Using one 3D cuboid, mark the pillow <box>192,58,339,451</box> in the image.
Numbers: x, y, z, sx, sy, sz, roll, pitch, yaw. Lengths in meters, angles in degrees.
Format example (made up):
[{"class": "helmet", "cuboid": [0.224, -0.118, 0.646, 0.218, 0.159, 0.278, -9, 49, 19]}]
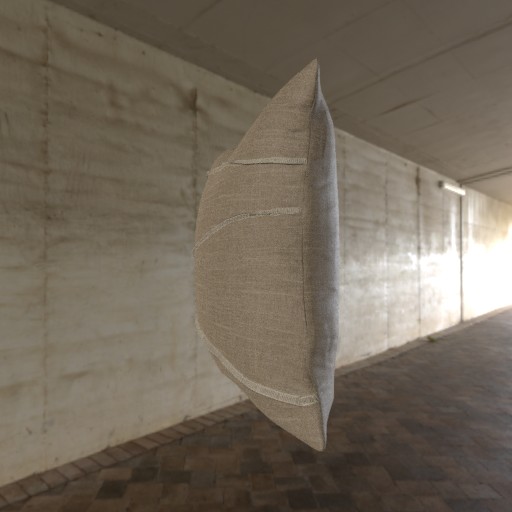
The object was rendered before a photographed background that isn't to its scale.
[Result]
[{"class": "pillow", "cuboid": [0.000, 0.000, 0.639, 0.169, 0.400, 0.424, 0, 0, -17]}]
